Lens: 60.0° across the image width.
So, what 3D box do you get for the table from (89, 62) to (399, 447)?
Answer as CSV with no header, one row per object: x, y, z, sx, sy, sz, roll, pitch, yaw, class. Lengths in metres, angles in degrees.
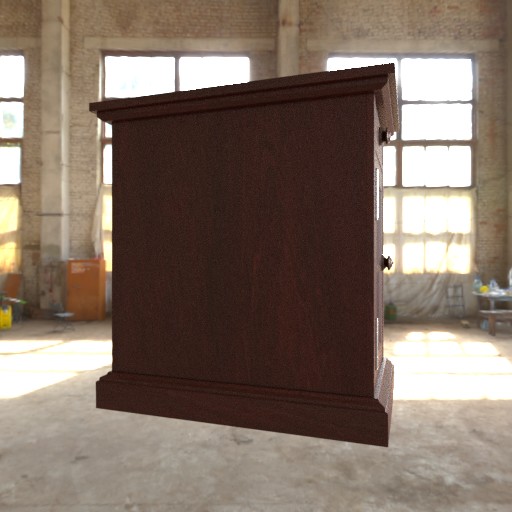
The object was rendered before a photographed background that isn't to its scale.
0.000,0.000,0.960,0.584,0.612,0.356,0,0,19,table
